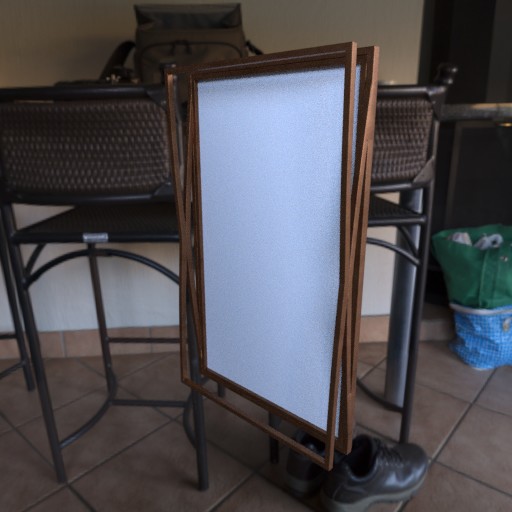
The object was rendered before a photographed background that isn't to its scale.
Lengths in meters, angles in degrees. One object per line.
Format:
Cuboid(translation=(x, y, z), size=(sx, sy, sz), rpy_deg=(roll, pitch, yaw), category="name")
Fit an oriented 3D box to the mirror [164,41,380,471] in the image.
Cuboid(translation=(0.000, 0.000, 0.937), size=(0.468, 0.768, 0.082), rpy_deg=(15, 22, 41), category="mirror")
